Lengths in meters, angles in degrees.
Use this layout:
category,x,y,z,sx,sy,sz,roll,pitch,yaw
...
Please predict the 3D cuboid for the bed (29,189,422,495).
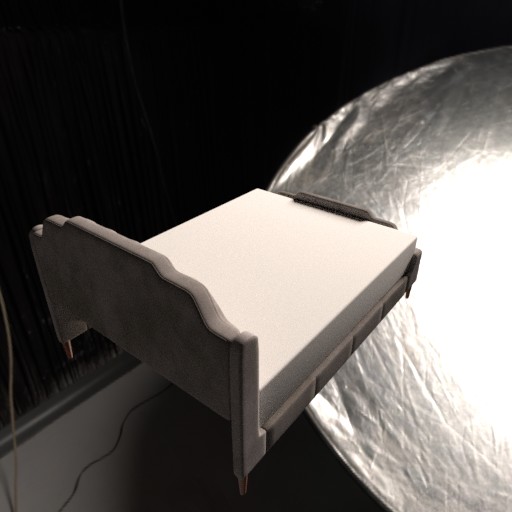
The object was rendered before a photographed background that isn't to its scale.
category,x,y,z,sx,sy,sz,roll,pitch,yaw
bed,0.000,0.000,3.203,1.676,1.245,2.340,22,37,32
